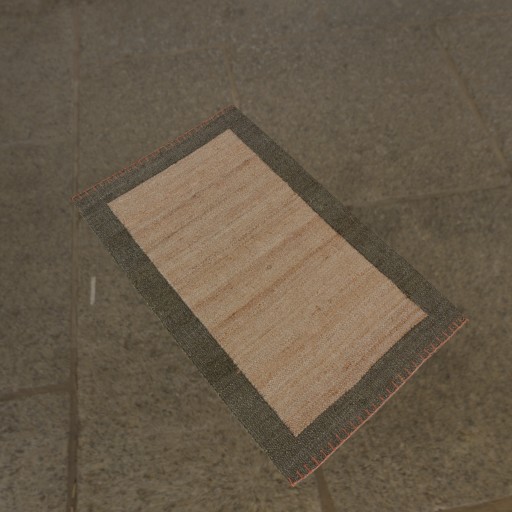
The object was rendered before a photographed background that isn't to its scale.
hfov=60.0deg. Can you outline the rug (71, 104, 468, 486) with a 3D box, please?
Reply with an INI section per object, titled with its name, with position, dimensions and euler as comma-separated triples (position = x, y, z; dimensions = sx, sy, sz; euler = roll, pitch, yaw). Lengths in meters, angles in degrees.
[rug]
position = 0.000, 0.000, 3.006
dimensions = 1.521, 0.006, 2.435
euler = -36, 68, -17
